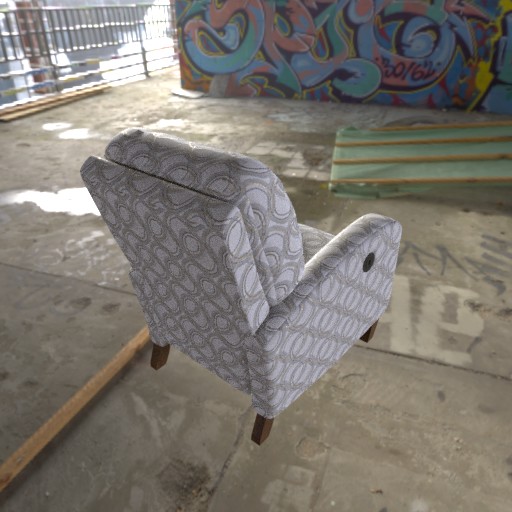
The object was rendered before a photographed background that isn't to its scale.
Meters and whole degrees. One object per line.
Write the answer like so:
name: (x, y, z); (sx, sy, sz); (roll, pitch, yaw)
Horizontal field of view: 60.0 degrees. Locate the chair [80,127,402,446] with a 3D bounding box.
chair: (0.000, 0.000, 1.772); (0.796, 1.065, 0.995); (23, 38, 34)
